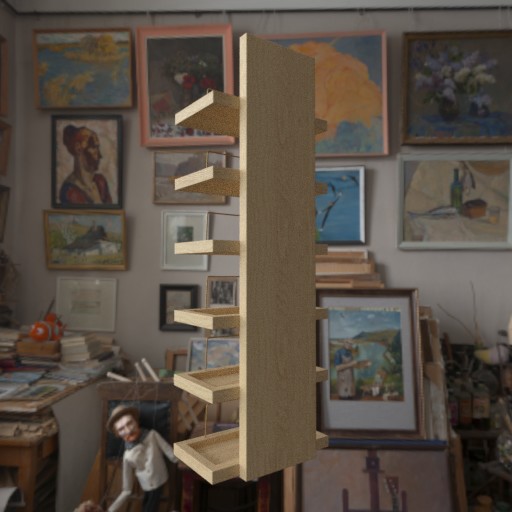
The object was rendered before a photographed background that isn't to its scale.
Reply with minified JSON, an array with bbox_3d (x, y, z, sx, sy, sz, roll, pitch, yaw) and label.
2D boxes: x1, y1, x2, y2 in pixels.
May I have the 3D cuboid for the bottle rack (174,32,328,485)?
[{"bbox_3d":[0.000,0.000,1.072,0.330,0.943,0.206,1,-2,-36],"label":"bottle rack"}]
